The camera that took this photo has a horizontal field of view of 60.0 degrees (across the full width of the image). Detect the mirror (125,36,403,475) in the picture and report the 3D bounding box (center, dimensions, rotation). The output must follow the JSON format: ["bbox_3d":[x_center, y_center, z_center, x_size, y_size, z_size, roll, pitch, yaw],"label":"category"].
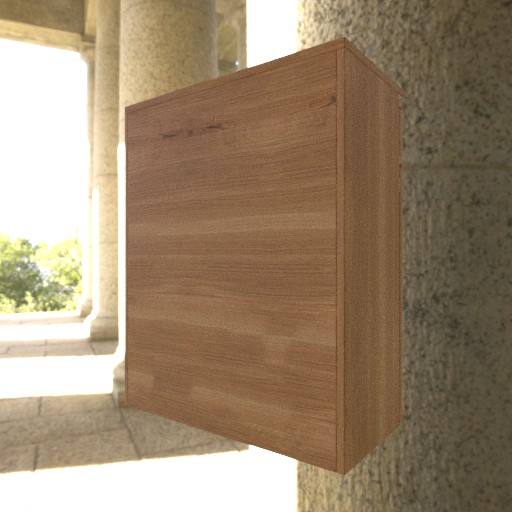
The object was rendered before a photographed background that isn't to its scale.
[{"bbox_3d":[0.000,0.000,1.407,0.800,1.000,0.400,0,0,37],"label":"mirror"}]
